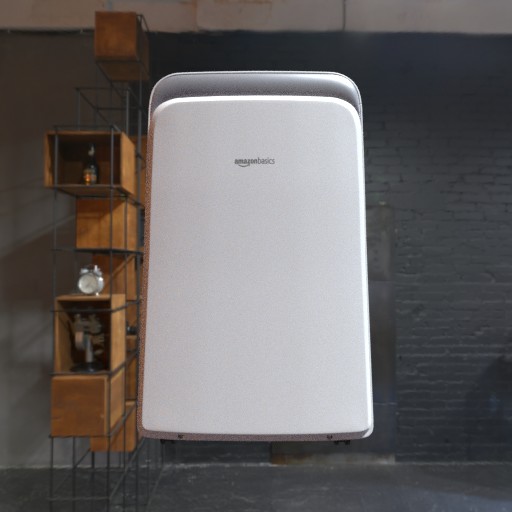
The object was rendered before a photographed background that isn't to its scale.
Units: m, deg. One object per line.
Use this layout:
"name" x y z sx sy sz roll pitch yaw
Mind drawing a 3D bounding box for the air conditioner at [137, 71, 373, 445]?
"air conditioner" 0.000 0.000 1.056 0.478 0.765 0.467 0 -2 1
